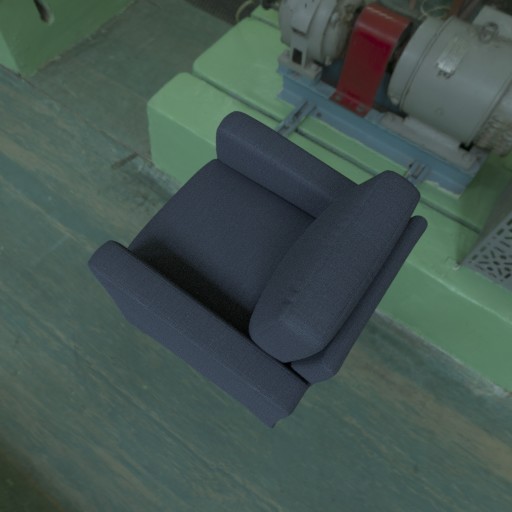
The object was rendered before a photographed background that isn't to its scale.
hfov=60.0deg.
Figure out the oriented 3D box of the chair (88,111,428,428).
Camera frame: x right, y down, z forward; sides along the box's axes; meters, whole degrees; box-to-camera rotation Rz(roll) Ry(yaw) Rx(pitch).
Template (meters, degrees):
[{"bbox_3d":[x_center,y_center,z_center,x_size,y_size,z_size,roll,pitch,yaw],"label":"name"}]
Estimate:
[{"bbox_3d":[0.000,0.000,1.550,0.863,0.855,0.798,32,68,15],"label":"chair"}]
